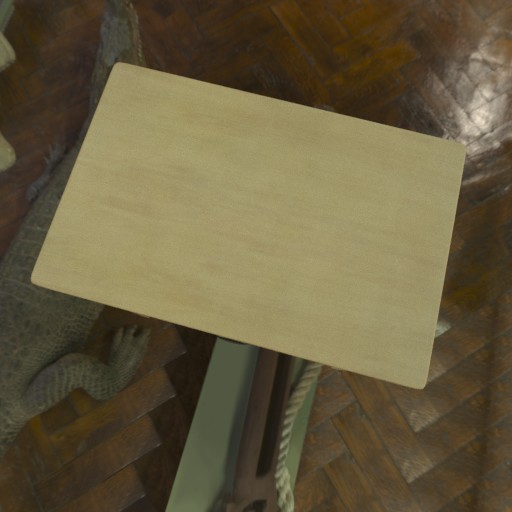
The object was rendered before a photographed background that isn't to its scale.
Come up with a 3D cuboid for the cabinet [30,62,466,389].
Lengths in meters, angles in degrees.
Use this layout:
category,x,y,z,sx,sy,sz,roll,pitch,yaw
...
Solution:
category,x,y,z,sx,sy,sz,roll,pitch,yaw
cabinet,0.000,0.000,1.244,0.763,0.762,0.503,15,77,3
